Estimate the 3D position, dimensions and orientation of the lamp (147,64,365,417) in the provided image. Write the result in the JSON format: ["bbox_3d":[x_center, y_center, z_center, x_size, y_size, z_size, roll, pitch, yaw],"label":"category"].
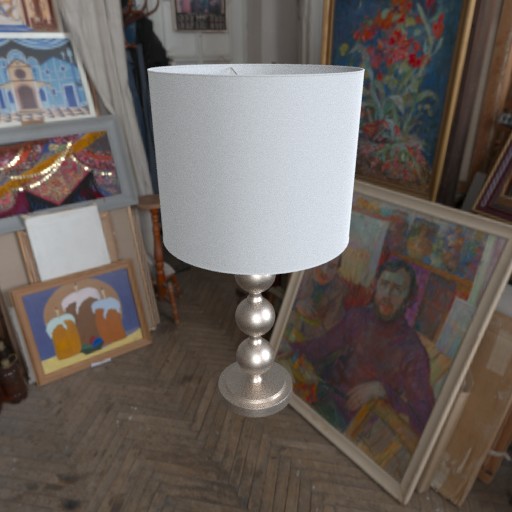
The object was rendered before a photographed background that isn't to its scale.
[{"bbox_3d":[0.000,0.000,0.689,0.277,0.538,0.277,7,27,15],"label":"lamp"}]
